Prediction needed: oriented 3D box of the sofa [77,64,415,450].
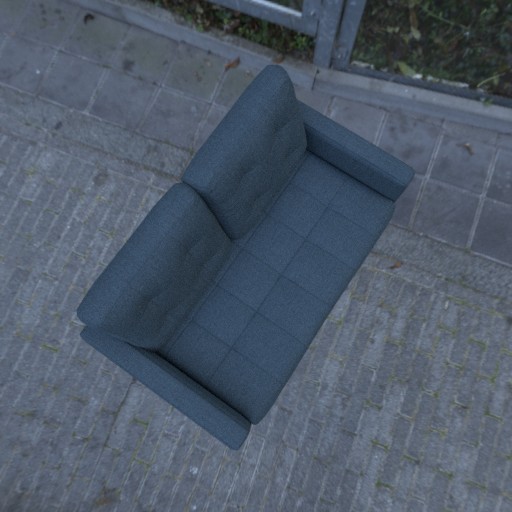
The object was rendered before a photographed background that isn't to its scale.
[{"bbox_3d":[0.000,0.000,1.977,0.842,0.907,1.407,33,78,8],"label":"sofa"}]
